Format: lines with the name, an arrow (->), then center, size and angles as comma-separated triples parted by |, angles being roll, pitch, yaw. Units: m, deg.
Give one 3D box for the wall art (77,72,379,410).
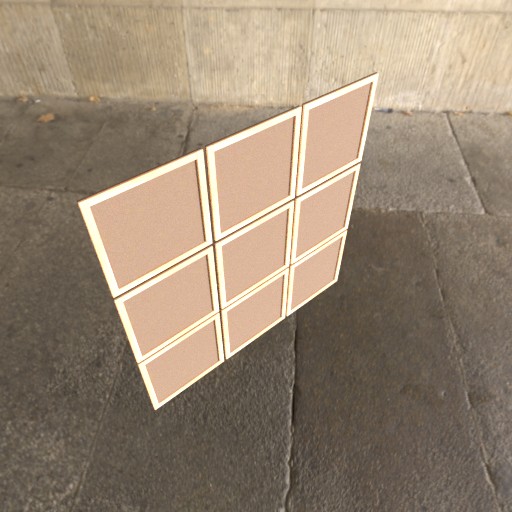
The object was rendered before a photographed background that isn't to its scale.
wall art -> 0.000, 0.000, 1.868 | 1.216, 1.218, 0.013 | -31, 54, -26
